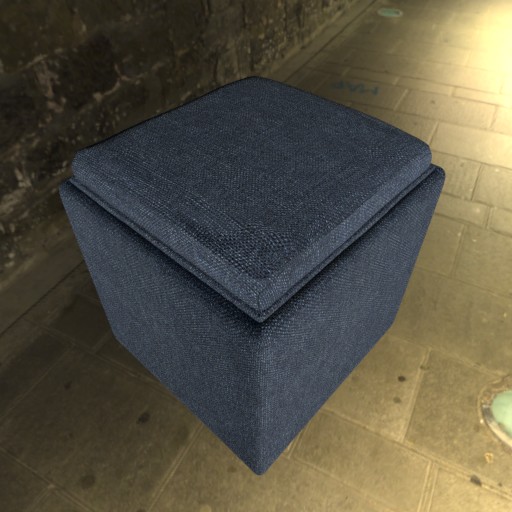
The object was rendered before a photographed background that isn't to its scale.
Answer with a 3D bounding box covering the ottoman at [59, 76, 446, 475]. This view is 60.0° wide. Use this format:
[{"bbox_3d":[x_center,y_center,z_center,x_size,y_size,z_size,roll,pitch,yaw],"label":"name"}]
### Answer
[{"bbox_3d":[0.000,0.000,0.822,0.436,0.493,0.454,33,54,29],"label":"ottoman"}]
